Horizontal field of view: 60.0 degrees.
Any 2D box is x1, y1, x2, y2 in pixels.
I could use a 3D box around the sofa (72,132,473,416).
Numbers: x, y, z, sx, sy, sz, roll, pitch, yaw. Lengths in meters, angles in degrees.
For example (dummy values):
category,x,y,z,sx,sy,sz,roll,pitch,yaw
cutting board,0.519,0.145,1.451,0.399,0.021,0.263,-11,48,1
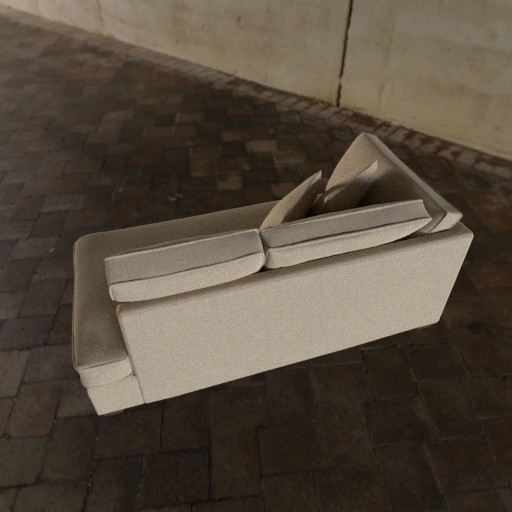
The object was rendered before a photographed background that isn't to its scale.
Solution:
category,x,y,z,sx,sy,sz,roll,pitch,yaw
sofa,0.000,0.000,2.805,2.237,1.033,1.110,-12,43,-13
